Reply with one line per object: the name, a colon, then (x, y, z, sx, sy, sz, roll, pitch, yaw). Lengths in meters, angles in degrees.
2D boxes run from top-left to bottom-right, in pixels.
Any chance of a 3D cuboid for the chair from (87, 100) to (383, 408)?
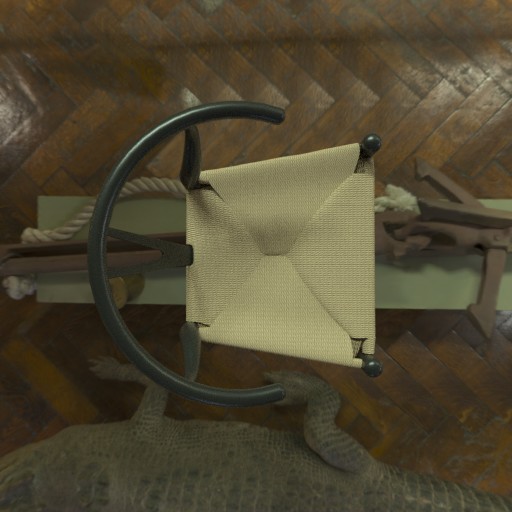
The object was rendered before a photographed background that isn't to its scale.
chair: (0.000, 0.000, 1.123, 0.570, 0.739, 0.570, 0, 89, 1)
